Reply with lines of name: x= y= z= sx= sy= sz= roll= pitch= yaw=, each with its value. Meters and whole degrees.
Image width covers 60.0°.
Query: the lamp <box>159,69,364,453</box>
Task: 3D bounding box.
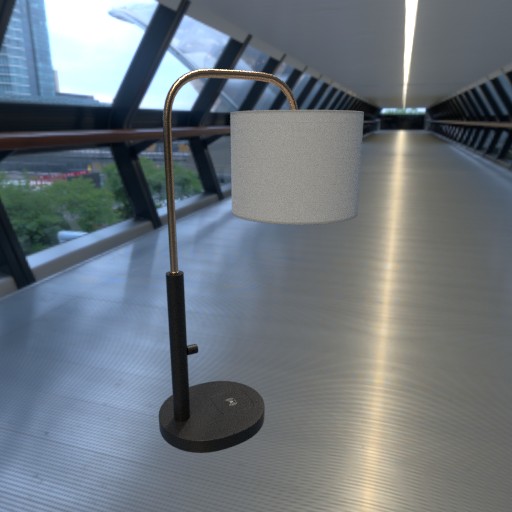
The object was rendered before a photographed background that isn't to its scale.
lamp: x=0.000 y=0.000 z=0.699 sx=0.337 sy=0.540 sz=0.199 roll=-8 pitch=18 yaw=-27
